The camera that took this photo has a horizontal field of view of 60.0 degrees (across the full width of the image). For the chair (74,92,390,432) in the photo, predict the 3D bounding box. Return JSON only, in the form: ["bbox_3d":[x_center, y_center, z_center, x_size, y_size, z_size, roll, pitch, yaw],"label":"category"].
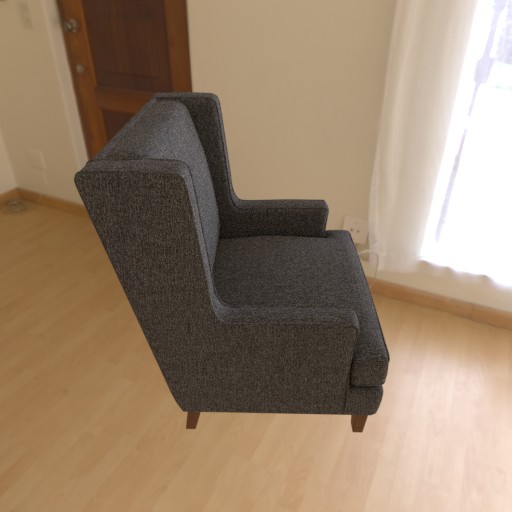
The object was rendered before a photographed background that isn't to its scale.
[{"bbox_3d":[0.000,0.000,1.795,0.927,1.082,0.942,1,32,1],"label":"chair"}]
